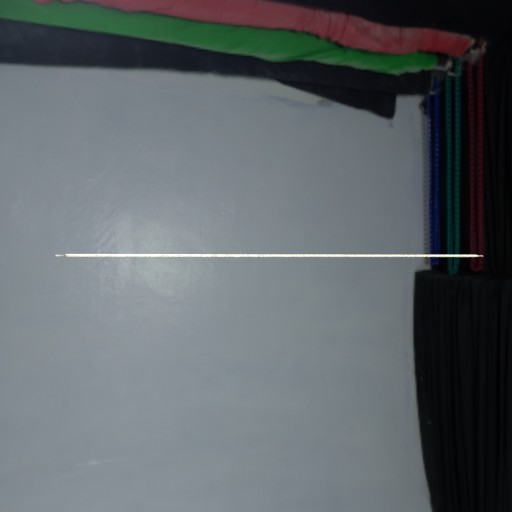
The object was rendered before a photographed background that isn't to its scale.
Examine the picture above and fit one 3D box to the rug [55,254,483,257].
[{"bbox_3d":[0.000,0.000,2.897,2.233,0.011,1.514,0,0,-18],"label":"rug"}]
